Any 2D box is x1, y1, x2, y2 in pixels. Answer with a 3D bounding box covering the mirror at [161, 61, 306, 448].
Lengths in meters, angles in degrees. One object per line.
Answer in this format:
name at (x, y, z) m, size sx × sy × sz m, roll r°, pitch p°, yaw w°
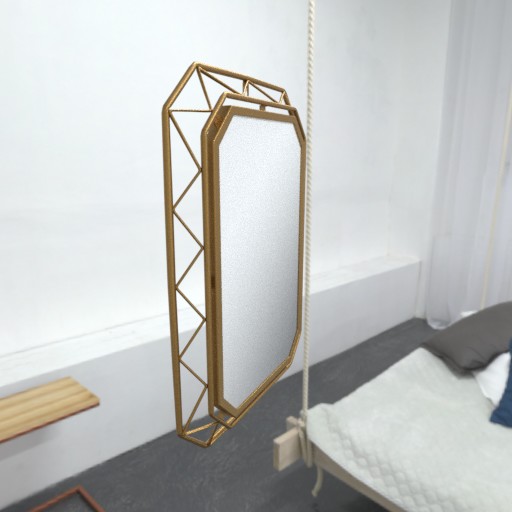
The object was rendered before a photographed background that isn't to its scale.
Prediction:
mirror at (0.000, 0.000, 0.737) m, size 0.042 × 0.566 × 0.417 m, roll 7°, pitch 15°, yaw 27°
